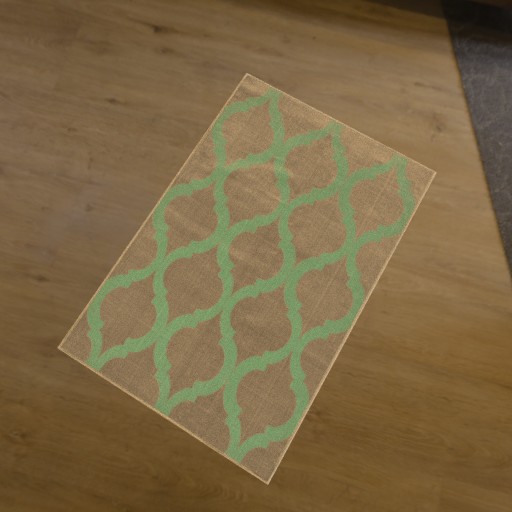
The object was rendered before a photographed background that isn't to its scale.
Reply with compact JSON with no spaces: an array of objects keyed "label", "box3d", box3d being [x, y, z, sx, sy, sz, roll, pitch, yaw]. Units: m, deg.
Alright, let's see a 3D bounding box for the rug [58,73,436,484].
[{"label":"rug","box3d":[0.000,0.000,2.907,1.524,0.006,2.286,30,78,7]}]
